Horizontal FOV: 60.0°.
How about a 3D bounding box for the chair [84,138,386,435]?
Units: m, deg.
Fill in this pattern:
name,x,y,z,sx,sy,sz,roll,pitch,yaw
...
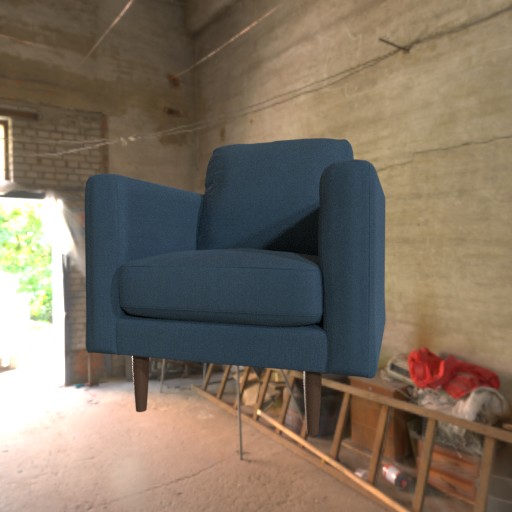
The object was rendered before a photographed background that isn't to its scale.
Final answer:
name,x,y,z,sx,sy,sz,roll,pitch,yaw
chair,0.000,0.000,1.550,0.855,0.922,0.820,1,2,18
